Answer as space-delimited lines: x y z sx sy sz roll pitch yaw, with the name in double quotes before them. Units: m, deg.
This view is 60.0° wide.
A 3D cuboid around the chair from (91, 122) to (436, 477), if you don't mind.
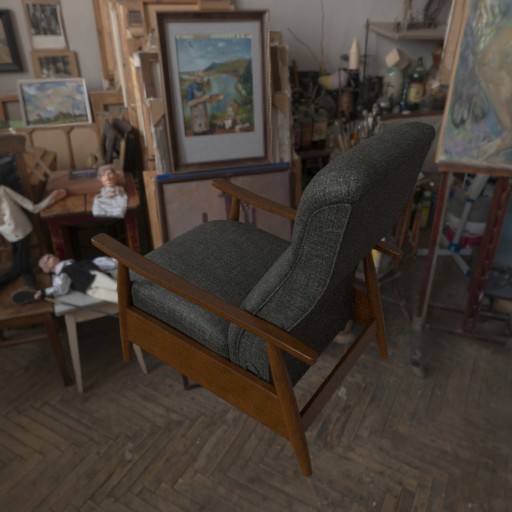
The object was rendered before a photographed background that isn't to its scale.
"chair" 0.000 0.000 1.740 1.014 1.082 0.762 21 37 30
